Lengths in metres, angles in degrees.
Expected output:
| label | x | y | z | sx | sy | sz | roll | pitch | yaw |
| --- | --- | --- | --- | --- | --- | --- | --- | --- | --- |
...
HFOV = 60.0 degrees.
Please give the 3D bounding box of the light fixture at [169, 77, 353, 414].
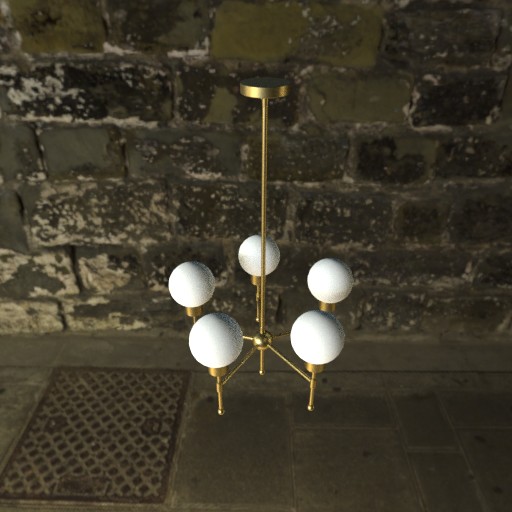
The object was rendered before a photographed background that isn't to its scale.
| label | x | y | z | sx | sy | sz | roll | pitch | yaw |
| --- | --- | --- | --- | --- | --- | --- | --- | --- | --- |
| light fixture | 0.000 | 0.000 | 1.786 | 0.785 | 1.331 | 0.815 | 8 | 33 | 13 |
